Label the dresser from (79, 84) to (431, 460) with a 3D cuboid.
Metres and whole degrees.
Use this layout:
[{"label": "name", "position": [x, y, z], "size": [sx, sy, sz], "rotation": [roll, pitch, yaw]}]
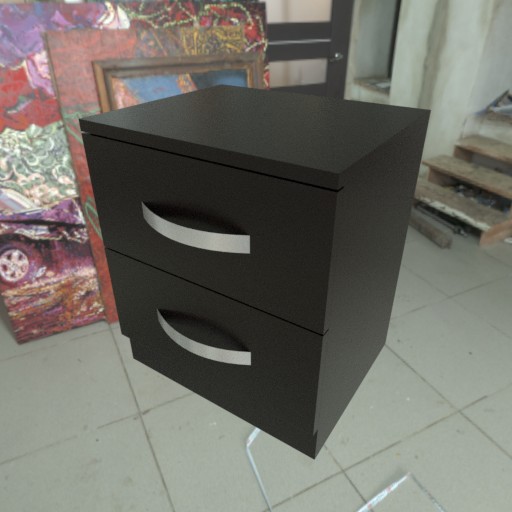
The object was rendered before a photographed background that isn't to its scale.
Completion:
[{"label": "dresser", "position": [0.000, 0.000, 0.760], "size": [0.400, 0.470, 0.360], "rotation": [19, 35, 28]}]
